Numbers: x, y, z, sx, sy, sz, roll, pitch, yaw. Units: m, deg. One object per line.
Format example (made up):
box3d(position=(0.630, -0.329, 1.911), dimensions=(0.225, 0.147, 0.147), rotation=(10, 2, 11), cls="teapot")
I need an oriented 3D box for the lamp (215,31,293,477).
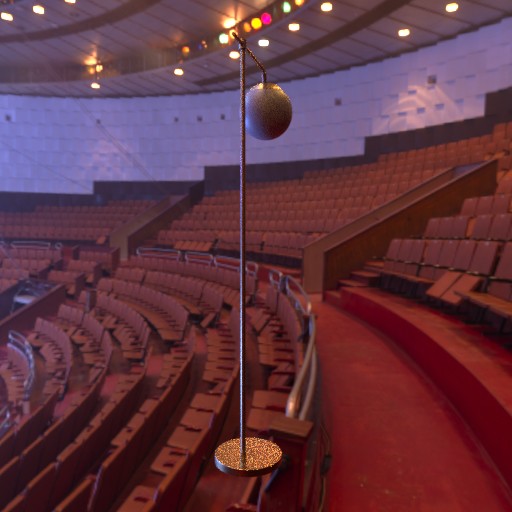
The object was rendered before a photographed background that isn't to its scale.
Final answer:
box3d(position=(0.000, 0.000, 1.702), dimensions=(0.249, 1.505, 0.476), rotation=(1, 2, 18), cls="lamp")
